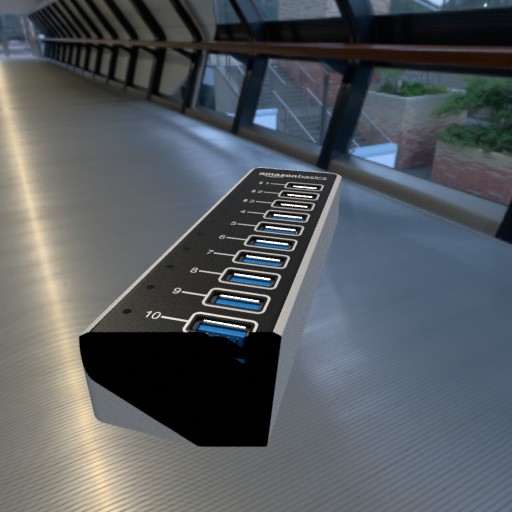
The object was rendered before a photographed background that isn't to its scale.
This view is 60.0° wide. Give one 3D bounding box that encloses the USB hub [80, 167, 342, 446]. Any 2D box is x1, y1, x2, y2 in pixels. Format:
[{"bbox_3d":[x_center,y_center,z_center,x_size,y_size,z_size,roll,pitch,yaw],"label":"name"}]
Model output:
[{"bbox_3d":[0.000,0.000,0.158,0.044,0.023,0.145,7,28,14],"label":"USB hub"}]
